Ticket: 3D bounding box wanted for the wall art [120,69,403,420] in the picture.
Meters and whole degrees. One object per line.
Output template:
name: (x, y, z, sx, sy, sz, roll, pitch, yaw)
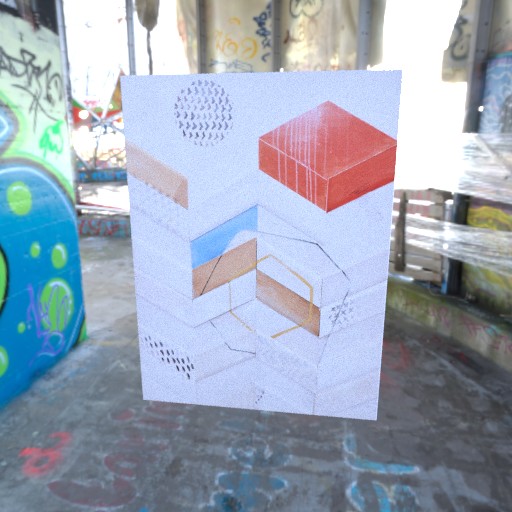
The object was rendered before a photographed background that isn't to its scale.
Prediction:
wall art: (0.000, 0.000, 1.587, 0.914, 1.221, 0.046, 2, 15, 8)
